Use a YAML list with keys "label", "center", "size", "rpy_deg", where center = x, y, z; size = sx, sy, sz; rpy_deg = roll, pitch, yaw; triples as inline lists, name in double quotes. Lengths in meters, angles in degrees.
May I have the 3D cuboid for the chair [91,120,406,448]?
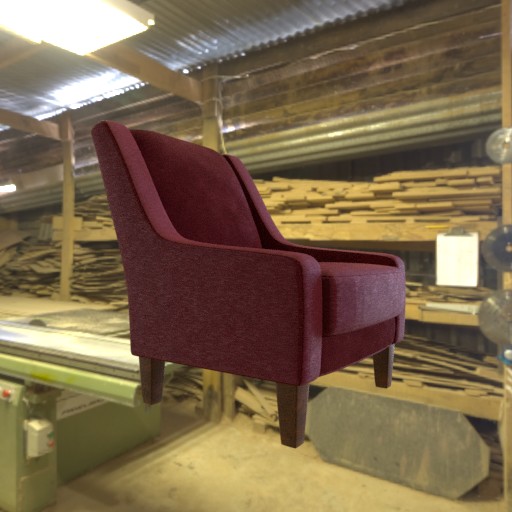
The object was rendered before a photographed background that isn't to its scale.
- label: "chair"
  center: [0.000, 0.000, 1.682]
  size: [0.985, 1.017, 0.793]
  rpy_deg: [0, 0, 37]
